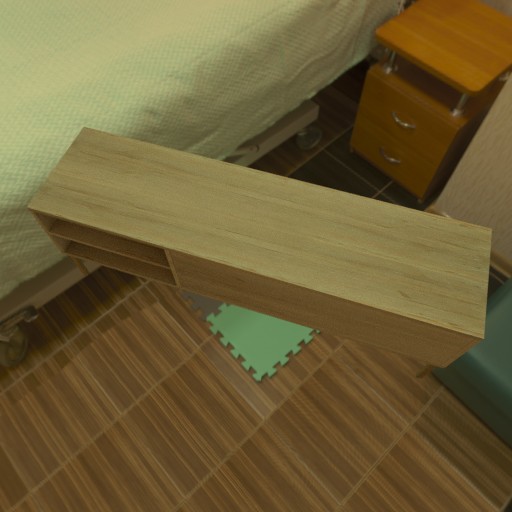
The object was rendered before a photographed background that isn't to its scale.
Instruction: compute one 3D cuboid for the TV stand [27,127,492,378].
[{"bbox_3d":[0.000,0.000,1.813,1.600,0.550,0.420,16,62,9],"label":"TV stand"}]
